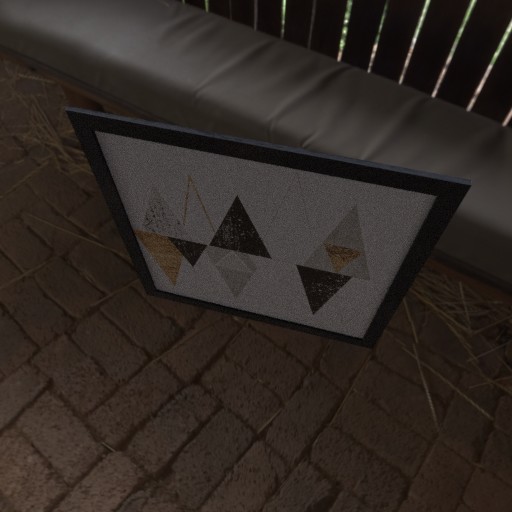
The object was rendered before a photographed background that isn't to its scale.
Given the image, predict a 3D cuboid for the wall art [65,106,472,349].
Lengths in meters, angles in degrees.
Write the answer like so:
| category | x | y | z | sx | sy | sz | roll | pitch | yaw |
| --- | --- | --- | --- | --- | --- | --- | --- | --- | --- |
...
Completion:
| category | x | y | z | sx | sy | sz | roll | pitch | yaw |
| --- | --- | --- | --- | --- | --- | --- | --- | --- | --- |
| wall art | 0.000 | 0.000 | 1.221 | 0.823 | 0.823 | 0.013 | 12 | 58 | 8 |
